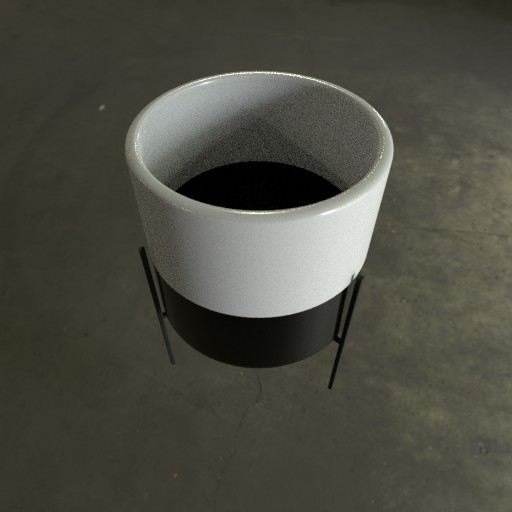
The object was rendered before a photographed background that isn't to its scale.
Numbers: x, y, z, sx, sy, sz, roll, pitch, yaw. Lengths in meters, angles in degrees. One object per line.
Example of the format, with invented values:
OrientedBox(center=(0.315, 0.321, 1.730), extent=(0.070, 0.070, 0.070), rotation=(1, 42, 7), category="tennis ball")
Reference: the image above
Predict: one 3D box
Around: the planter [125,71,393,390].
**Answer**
OrientedBox(center=(0.000, 0.000, 0.662), extent=(0.310, 0.432, 0.310), rotation=(-4, 48, -4), category="planter")
